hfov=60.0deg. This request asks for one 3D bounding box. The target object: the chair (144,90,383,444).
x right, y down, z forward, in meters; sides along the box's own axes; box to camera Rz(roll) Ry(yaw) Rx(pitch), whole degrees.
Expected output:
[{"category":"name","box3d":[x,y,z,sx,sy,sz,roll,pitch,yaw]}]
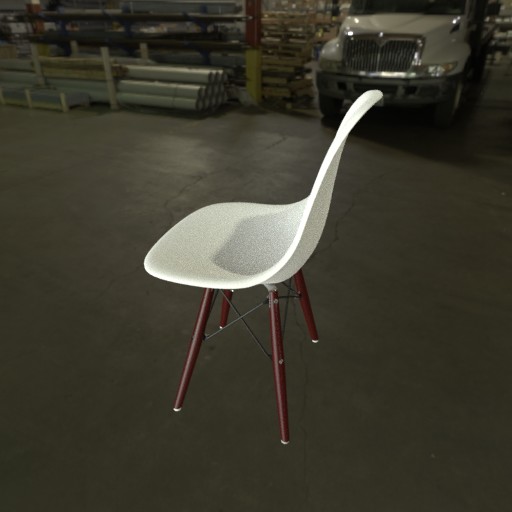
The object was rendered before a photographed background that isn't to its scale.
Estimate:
[{"category":"chair","box3d":[0.000,0.000,1.160,0.533,0.826,0.470,8,30,13]}]
